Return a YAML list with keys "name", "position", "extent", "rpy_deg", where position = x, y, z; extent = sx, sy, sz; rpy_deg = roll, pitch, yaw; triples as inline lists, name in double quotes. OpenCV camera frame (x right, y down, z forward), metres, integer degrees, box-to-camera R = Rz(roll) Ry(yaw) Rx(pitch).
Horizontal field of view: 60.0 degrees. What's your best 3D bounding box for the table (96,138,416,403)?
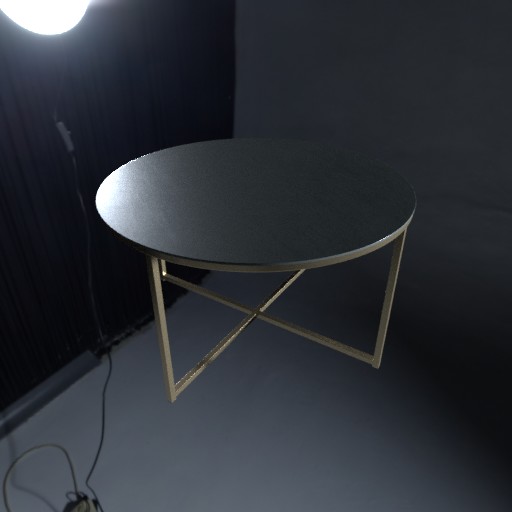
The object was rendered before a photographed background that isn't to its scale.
- name: "table"
  position: [0.000, 0.000, 1.275]
  extent: [0.800, 0.450, 0.800]
  rpy_deg: [0, 31, 0]
